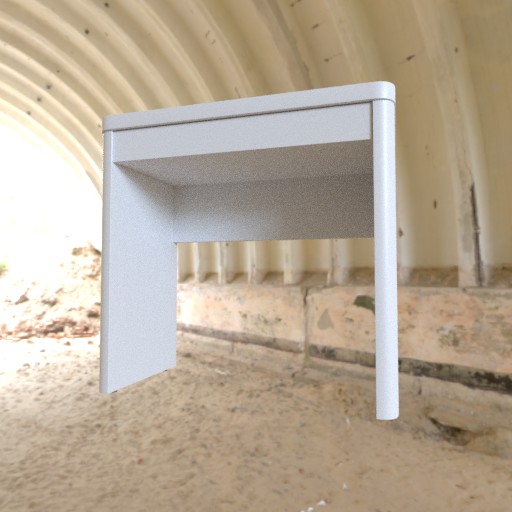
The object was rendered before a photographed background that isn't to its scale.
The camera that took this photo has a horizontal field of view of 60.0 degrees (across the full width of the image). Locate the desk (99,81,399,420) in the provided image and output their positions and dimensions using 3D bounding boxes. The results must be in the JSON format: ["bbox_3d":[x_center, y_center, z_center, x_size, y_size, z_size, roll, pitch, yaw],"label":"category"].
[{"bbox_3d":[0.000,0.000,1.301,0.790,0.760,0.446,-1,-3,17],"label":"desk"}]
